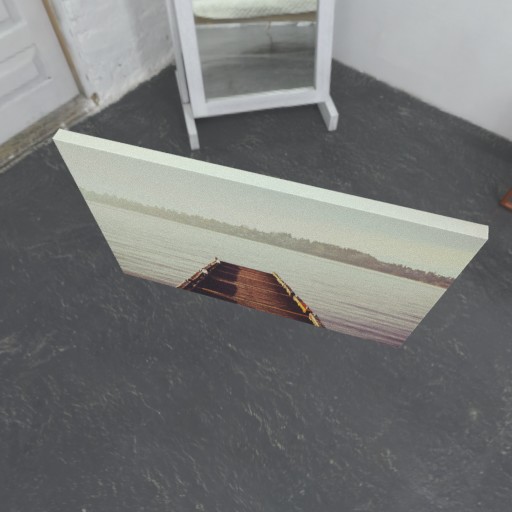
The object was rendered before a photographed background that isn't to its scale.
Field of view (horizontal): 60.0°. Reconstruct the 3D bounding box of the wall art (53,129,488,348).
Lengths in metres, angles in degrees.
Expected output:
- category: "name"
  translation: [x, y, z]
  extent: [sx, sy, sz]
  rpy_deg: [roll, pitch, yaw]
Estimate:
- category: "wall art"
  translation: [0.000, 0.000, 1.461]
  extent: [1.149, 0.765, 0.040]
  rpy_deg: [14, 60, 8]
